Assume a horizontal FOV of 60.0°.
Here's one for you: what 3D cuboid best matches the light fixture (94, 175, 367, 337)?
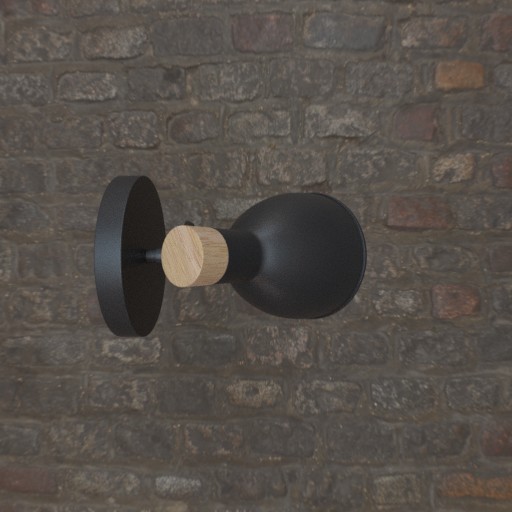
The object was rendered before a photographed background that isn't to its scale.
[{"bbox_3d":[0.000,0.000,0.481,0.203,0.401,0.127,0,90,2],"label":"light fixture"}]
